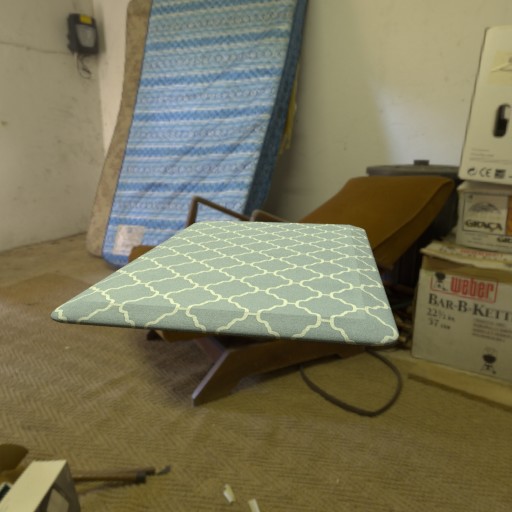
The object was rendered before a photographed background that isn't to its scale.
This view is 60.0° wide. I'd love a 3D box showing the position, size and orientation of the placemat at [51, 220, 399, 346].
[{"bbox_3d":[0.000,0.000,0.963,0.508,0.021,0.762,3,15,9],"label":"placemat"}]
